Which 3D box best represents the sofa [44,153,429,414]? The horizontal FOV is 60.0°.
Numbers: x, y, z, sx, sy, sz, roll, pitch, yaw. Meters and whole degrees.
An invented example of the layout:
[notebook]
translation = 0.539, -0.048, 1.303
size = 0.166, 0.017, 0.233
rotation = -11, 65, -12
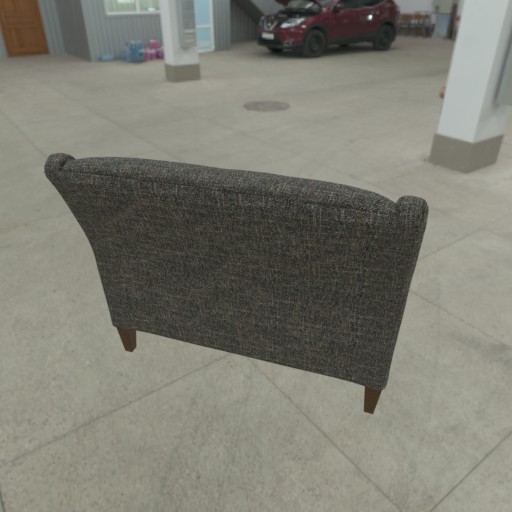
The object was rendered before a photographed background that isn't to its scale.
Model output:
[sofa]
translation = 0.000, 0.000, 1.899
size = 1.242, 1.021, 0.870
rotation = 10, 33, 16
